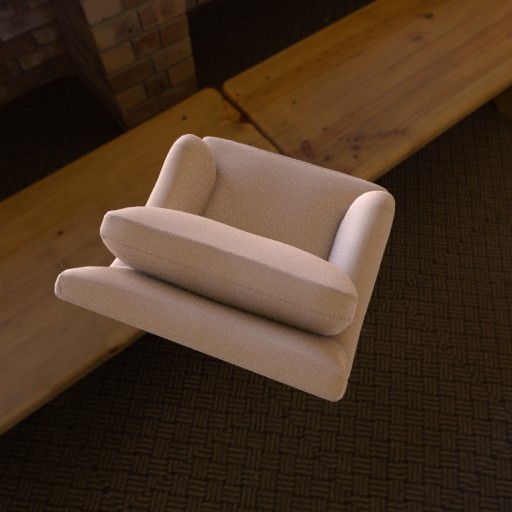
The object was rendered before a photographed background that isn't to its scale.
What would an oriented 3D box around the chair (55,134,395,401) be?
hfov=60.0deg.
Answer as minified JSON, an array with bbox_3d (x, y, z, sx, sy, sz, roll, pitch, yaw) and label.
[{"bbox_3d":[0.000,0.000,1.846,0.955,1.038,1.070,19,65,9],"label":"chair"}]
